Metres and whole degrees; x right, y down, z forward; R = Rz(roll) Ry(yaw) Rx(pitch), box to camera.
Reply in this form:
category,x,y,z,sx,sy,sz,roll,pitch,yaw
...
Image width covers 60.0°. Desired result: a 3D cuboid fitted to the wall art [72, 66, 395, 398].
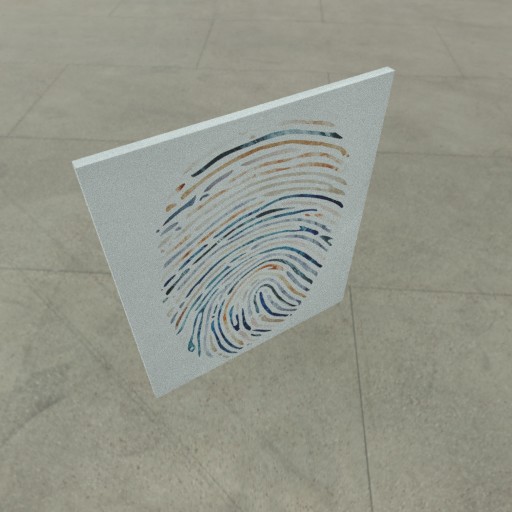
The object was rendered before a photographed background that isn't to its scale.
category,x,y,z,sx,sy,sz,roll,pitch,yaw
wall art,0.000,0.000,0.998,0.609,0.710,0.021,-24,51,-21
